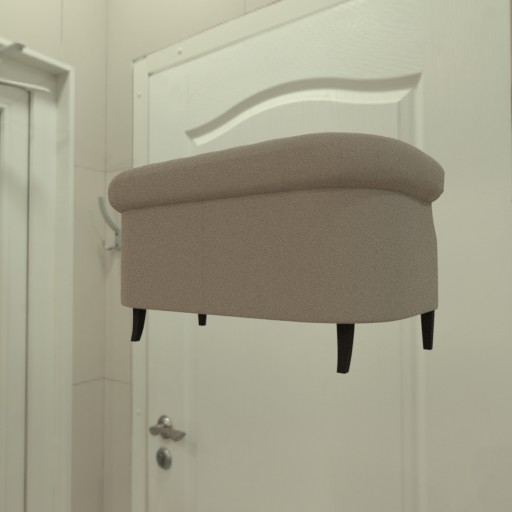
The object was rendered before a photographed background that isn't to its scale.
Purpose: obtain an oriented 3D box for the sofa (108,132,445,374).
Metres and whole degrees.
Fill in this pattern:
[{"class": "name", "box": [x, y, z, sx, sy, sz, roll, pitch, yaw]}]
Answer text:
[{"class": "sofa", "box": [0.000, 0.000, 2.058, 1.558, 0.827, 0.835, -1, -2, 36]}]
